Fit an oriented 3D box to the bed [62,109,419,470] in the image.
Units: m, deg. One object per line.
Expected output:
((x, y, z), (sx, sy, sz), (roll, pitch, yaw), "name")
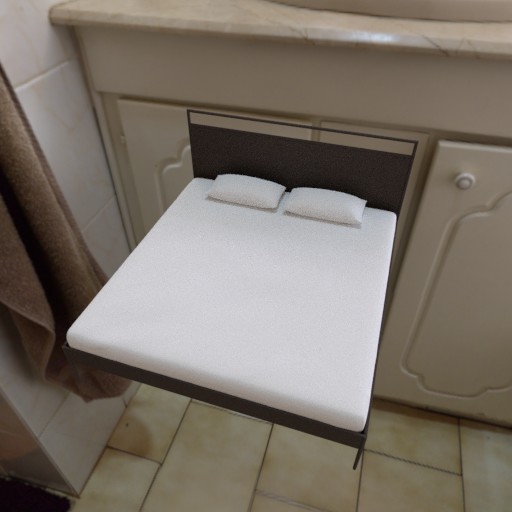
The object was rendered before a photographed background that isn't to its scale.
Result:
((0.000, 0.000, 3.332), (1.993, 1.173, 2.151), (12, 42, 14), "bed")
